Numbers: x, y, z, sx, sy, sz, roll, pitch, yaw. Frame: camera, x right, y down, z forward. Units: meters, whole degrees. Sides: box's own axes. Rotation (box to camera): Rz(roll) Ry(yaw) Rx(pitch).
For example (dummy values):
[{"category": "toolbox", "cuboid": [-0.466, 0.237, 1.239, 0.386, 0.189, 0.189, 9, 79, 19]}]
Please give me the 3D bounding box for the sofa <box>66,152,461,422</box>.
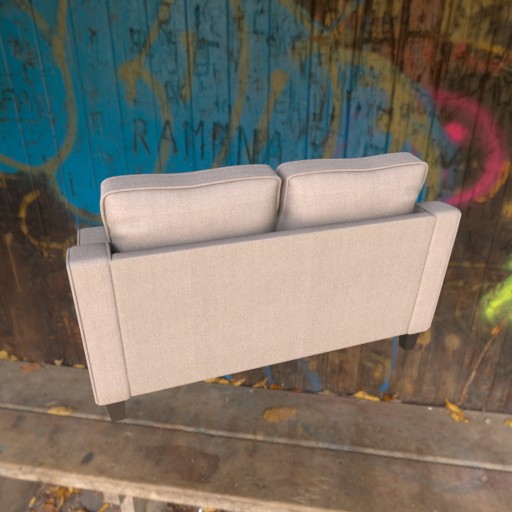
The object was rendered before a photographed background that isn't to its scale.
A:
[{"category": "sofa", "cuboid": [0.000, 0.000, 2.014, 1.500, 0.948, 0.791, -8, 26, -17]}]
